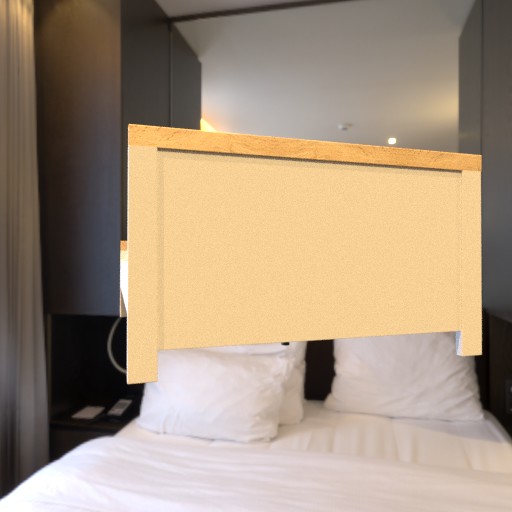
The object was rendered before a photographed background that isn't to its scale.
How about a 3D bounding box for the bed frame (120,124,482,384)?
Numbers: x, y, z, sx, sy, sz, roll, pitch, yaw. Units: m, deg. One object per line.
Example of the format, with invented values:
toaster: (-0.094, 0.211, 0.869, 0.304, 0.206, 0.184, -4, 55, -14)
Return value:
bed frame: (0.000, 0.000, 2.894, 1.670, 0.980, 2.050, 0, 0, -18)
